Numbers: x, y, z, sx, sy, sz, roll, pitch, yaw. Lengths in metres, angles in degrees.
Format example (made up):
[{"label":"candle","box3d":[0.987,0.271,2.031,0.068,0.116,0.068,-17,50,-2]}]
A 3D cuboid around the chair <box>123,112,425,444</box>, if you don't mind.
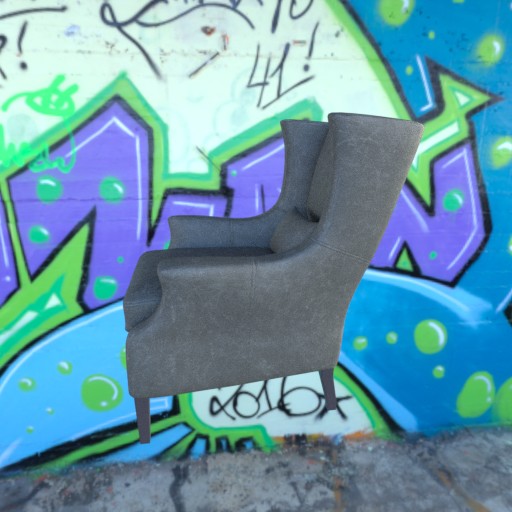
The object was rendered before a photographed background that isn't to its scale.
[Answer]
[{"label":"chair","box3d":[0.000,0.000,1.687,0.926,1.016,0.853,-2,16,-8]}]
